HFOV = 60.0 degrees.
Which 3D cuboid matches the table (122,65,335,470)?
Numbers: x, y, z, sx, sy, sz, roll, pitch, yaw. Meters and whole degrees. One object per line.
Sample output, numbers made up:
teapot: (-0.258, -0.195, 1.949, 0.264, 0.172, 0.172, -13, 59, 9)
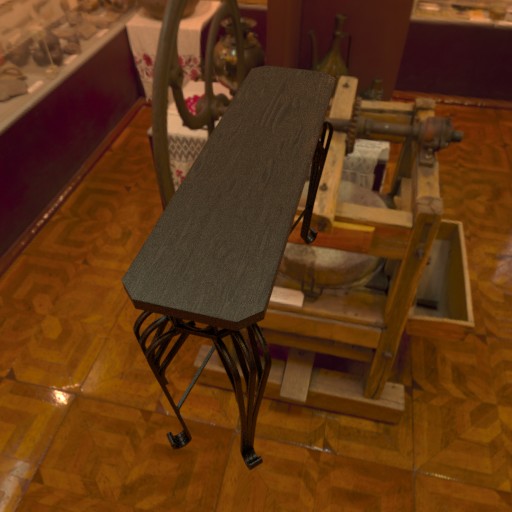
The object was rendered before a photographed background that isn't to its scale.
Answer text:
table: (0.000, 0.000, 1.476, 0.329, 0.800, 1.112, 11, 48, 10)
